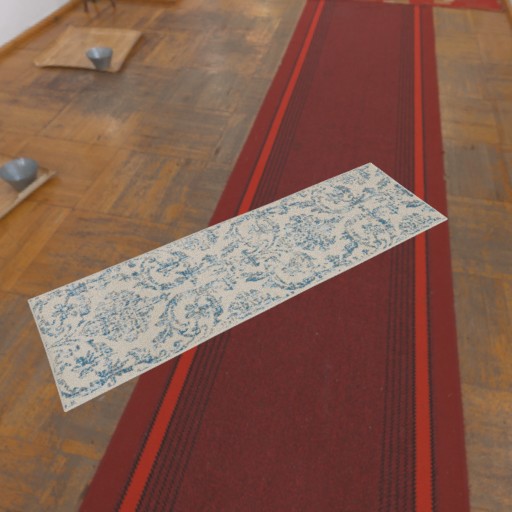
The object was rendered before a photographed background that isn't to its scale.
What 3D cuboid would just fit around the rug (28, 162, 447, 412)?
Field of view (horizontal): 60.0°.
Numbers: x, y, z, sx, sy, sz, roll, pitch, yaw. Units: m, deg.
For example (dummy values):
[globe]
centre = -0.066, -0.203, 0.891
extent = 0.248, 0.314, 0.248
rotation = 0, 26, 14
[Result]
[rug]
centre = 0.000, 0.000, 2.353
extent = 2.196, 0.011, 0.662
rotation = -24, 51, -21
